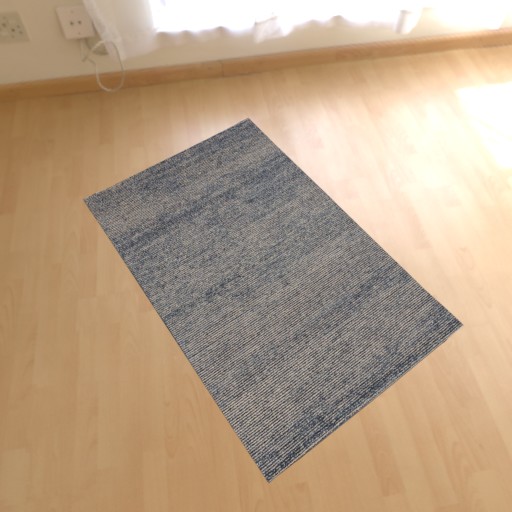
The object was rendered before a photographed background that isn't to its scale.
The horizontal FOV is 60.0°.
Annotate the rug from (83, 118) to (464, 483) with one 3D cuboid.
[{"bbox_3d":[0.000,0.000,2.315,1.159,0.025,1.793,-31,63,-18],"label":"rug"}]
